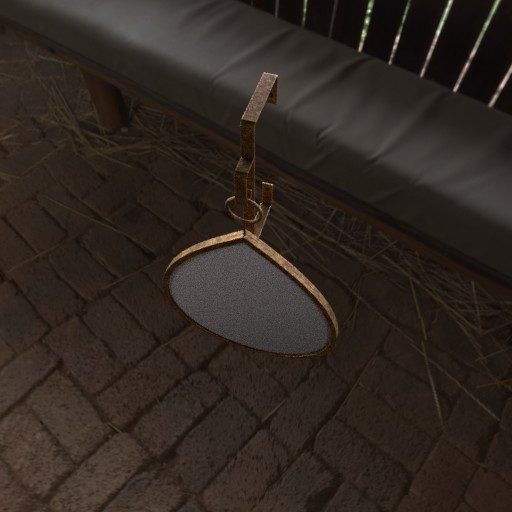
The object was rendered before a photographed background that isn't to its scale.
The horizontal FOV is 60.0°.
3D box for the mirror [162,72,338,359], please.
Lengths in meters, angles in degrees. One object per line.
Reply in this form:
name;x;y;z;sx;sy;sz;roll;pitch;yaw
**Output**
mirror;0.000;0.000;0.889;0.405;0.744;0.144;15;60;9
